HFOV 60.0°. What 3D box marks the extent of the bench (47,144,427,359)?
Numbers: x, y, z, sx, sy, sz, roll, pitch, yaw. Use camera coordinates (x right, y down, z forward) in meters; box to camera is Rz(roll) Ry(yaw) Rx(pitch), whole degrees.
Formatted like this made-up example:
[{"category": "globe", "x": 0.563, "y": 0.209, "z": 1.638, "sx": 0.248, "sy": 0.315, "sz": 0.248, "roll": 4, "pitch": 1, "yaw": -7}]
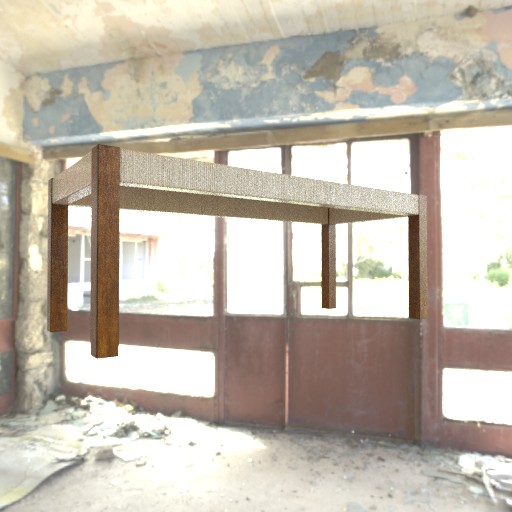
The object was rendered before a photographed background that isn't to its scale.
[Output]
[{"category": "bench", "x": 0.000, "y": 0.000, "z": 1.494, "sx": 1.198, "sy": 0.457, "sz": 0.507, "roll": 1, "pitch": -1, "yaw": -36}]
